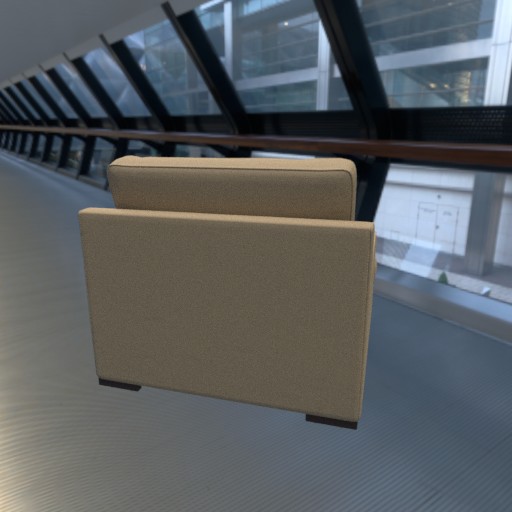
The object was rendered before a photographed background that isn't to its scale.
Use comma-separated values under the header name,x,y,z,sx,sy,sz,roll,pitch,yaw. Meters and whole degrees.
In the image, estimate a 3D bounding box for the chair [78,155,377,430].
name,x,y,z,sx,sy,sz,roll,pitch,yaw
chair,0.000,0.000,2.215,1.293,1.005,1.274,2,16,8
